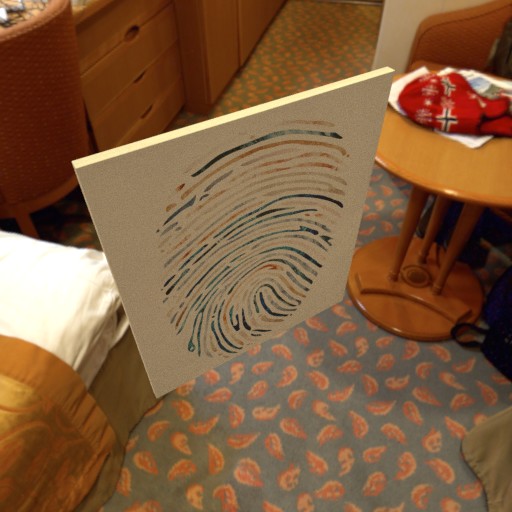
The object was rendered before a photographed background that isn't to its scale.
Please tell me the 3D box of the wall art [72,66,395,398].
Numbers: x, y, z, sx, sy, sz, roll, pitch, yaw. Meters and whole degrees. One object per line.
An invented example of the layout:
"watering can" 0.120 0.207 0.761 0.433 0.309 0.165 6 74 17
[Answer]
"wall art" 0.000 0.000 0.998 0.609 0.710 0.021 -24 51 -21
